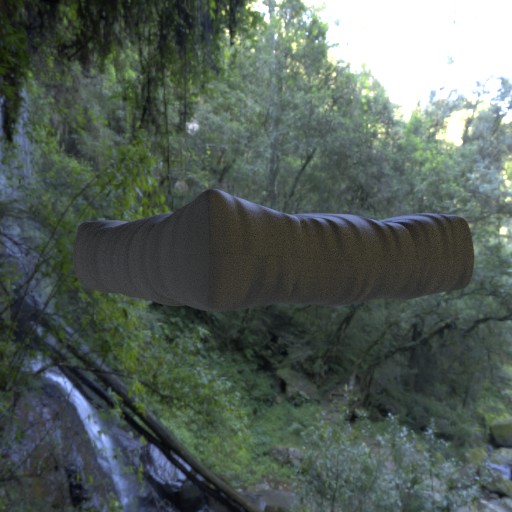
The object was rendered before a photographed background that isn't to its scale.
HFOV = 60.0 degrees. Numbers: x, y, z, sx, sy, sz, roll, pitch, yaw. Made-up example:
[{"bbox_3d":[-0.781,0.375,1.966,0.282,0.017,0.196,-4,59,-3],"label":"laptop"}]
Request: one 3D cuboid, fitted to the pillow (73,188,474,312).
[{"bbox_3d":[0.000,0.000,0.713,0.468,0.128,0.490,0,0,-35],"label":"pillow"}]
